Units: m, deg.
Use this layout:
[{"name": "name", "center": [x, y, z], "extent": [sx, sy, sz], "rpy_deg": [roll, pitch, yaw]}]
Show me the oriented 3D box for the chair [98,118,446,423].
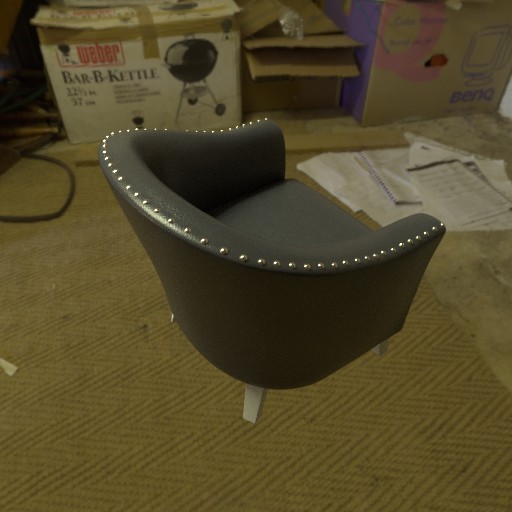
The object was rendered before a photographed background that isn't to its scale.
[{"name": "chair", "center": [0.000, 0.000, 1.394], "extent": [0.748, 0.823, 0.794], "rpy_deg": [-26, 49, -26]}]
